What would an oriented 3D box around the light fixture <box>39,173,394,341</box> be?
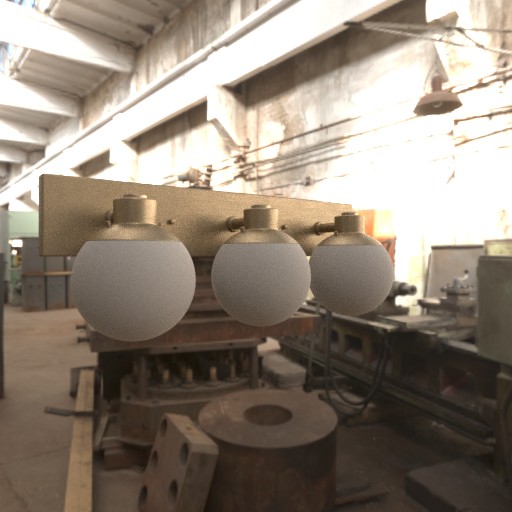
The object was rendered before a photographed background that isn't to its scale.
[{"bbox_3d":[0.000,0.000,0.848,0.721,0.263,0.218,0,0,-36],"label":"light fixture"}]
